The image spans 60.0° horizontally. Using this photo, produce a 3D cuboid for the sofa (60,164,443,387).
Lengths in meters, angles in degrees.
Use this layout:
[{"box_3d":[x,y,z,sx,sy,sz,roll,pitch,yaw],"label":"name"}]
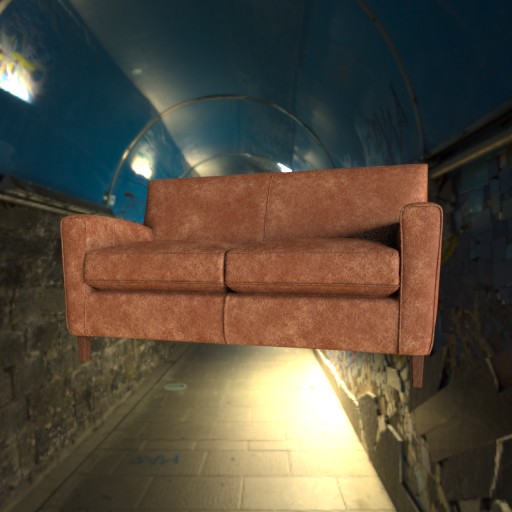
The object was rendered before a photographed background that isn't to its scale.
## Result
[{"box_3d":[0.000,0.000,1.961,1.473,0.871,0.787,0,-1,17],"label":"sofa"}]
